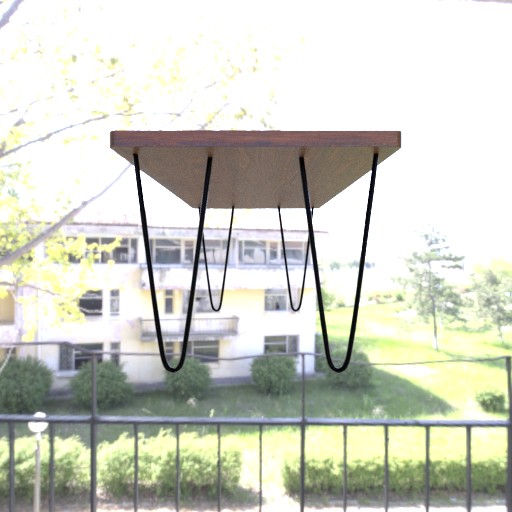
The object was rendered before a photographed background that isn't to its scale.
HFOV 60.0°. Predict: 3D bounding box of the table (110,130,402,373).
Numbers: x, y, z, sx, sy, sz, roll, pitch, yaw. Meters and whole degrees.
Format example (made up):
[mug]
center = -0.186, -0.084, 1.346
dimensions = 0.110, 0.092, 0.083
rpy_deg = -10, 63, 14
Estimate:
[table]
center = 0.000, 0.000, 2.213
dimensions = 0.883, 0.753, 1.791
rpy_deg = 0, 0, 0
